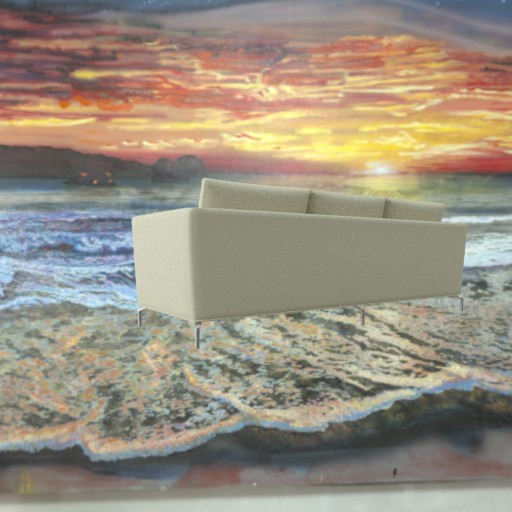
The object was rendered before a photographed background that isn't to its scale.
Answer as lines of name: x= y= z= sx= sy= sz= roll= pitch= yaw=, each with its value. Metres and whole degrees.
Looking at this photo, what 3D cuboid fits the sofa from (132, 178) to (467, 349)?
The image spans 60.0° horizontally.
sofa: x=0.000 y=0.000 z=3.812 sx=2.448 sy=0.867 sz=2.430 roll=-1 pitch=1 yaw=-35
